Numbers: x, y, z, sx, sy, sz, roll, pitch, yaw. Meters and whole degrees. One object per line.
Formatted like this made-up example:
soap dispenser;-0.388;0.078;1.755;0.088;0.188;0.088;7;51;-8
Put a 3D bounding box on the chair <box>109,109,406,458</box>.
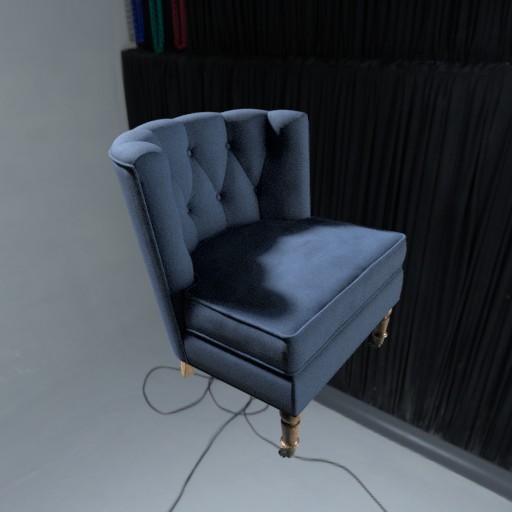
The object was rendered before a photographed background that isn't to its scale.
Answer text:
chair;0.000;0.000;1.360;0.718;0.771;0.740;19;32;33
